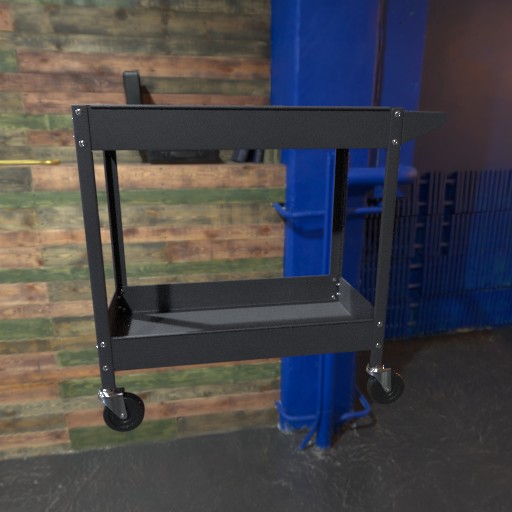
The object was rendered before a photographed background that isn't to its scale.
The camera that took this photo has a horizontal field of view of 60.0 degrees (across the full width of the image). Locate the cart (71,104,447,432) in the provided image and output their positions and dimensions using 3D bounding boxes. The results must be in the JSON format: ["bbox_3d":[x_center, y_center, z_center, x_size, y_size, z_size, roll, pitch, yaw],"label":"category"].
[{"bbox_3d":[0.000,0.000,1.146,0.779,0.719,0.366,-3,16,-9],"label":"cart"}]
